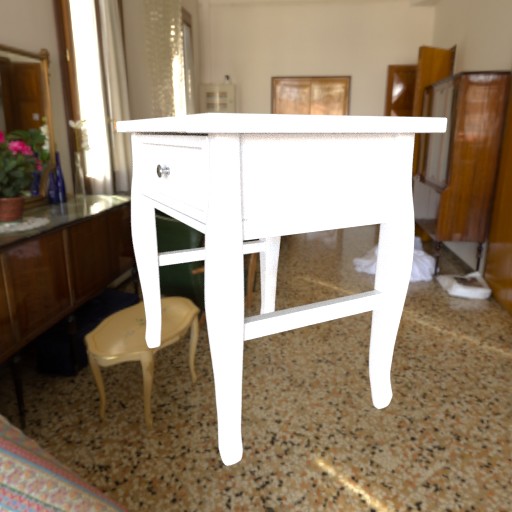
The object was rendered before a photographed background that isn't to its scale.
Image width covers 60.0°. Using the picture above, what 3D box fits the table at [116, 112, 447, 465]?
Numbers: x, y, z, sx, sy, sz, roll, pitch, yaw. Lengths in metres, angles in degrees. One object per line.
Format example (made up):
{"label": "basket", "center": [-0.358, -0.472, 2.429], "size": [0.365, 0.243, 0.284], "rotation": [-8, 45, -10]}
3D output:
{"label": "table", "center": [0.000, 0.000, 1.025], "size": [0.463, 0.605, 0.599], "rotation": [-8, 18, -27]}
